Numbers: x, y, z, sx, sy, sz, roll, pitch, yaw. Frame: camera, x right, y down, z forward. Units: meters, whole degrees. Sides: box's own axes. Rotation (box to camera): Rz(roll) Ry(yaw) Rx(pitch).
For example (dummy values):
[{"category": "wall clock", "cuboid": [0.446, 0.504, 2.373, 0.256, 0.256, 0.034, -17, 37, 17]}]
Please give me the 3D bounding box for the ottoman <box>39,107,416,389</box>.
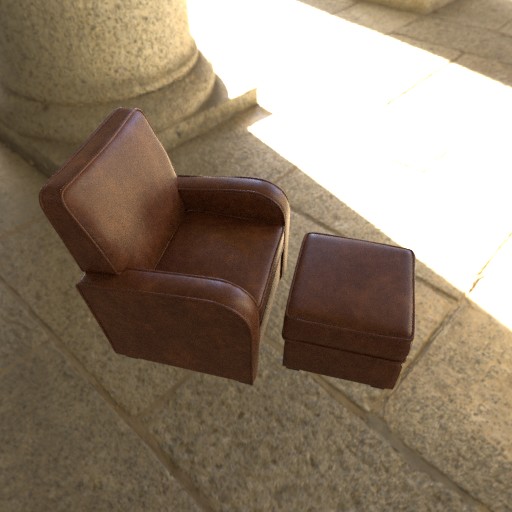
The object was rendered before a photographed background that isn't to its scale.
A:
[{"category": "ottoman", "cuboid": [0.000, 0.000, 1.828, 1.314, 0.904, 0.732, 10, 47, 10]}]
